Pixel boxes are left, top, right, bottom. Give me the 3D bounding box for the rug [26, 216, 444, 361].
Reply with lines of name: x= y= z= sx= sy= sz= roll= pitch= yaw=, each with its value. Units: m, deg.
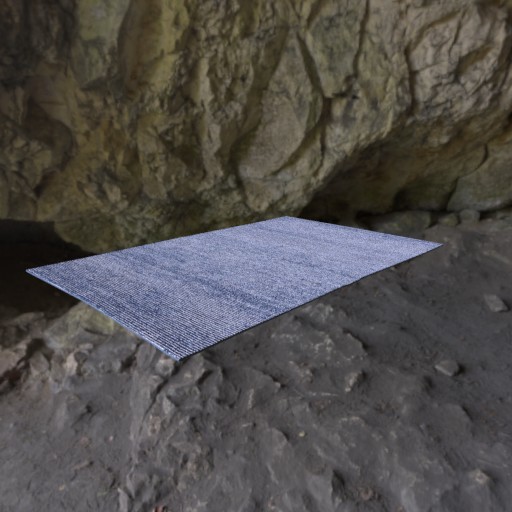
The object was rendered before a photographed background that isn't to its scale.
rug: x=0.000 y=0.000 z=2.203 sx=1.145 sy=0.021 sz=1.777 roll=15 pitch=22 yaw=43
